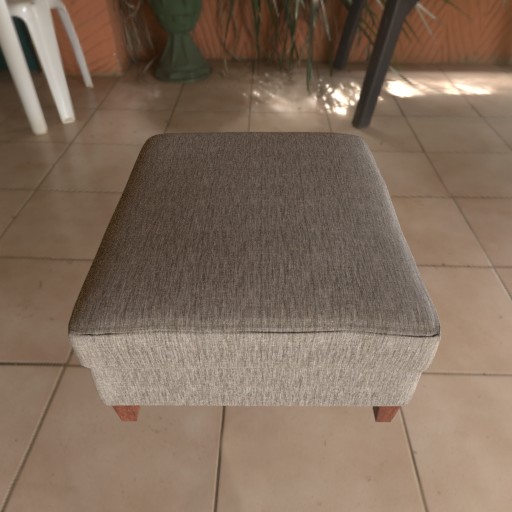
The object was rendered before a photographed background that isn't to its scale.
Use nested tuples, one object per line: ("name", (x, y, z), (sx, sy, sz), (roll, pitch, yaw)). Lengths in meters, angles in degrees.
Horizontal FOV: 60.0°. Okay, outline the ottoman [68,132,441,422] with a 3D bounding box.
("ottoman", (0.000, 0.000, 1.441), (0.839, 0.492, 0.994), (0, 40, 0))
